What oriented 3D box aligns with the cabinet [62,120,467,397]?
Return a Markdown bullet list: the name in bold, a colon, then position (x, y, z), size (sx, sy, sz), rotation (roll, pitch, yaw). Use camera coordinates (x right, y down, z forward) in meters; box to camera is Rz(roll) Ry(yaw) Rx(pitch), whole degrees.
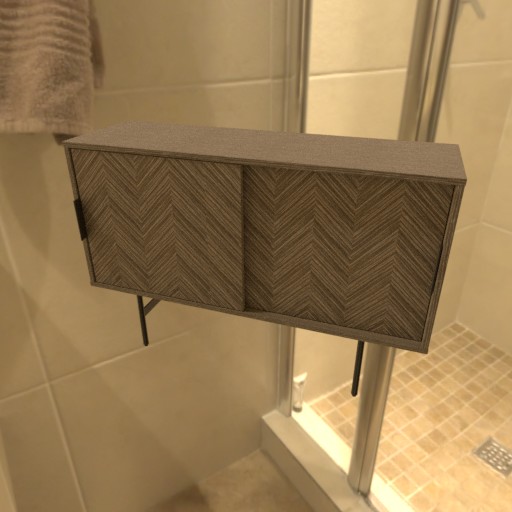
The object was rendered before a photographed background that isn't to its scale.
- **cabinet**: position (0.000, 0.000, 1.563), size (1.194, 0.787, 0.405), rotation (9, 29, 17)
